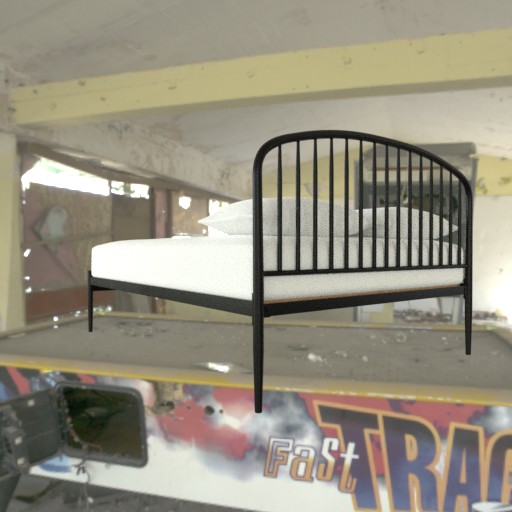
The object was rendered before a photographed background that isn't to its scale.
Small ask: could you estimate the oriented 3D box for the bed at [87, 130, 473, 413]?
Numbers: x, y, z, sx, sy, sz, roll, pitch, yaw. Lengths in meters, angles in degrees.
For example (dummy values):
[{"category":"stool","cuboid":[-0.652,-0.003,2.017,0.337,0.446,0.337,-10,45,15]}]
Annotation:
[{"category":"bed","cuboid":[0.000,0.000,3.007,1.618,1.166,2.159,0,1,-37]}]
